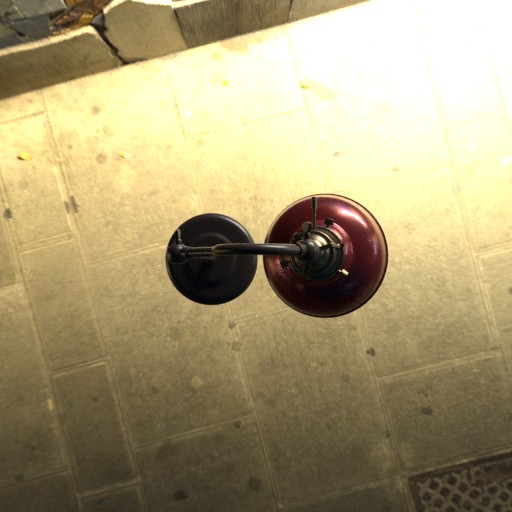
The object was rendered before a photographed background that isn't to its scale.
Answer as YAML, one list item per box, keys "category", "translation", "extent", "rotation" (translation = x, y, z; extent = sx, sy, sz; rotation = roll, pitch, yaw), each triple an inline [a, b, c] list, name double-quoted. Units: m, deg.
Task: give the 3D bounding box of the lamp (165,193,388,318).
- category: "lamp"
  translation: [0.000, 0.000, 0.670]
  extent: [0.374, 0.508, 0.192]
  rotation: [0, 89, 0]
